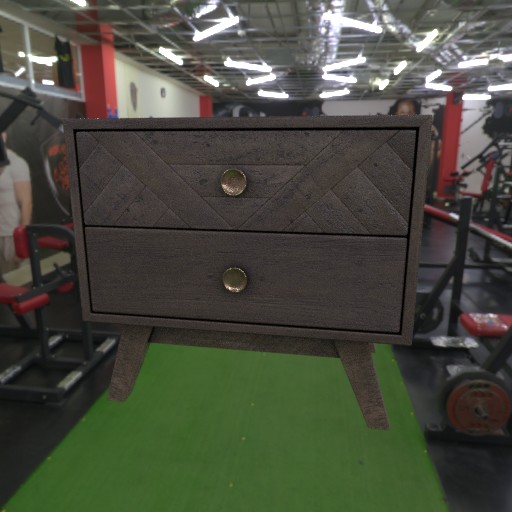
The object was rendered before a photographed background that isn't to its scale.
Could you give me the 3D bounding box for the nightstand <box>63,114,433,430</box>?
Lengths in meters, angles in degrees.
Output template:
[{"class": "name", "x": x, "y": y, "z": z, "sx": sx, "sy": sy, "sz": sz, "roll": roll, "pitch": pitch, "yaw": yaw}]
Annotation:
[{"class": "nightstand", "x": 0.000, "y": 0.000, "z": 1.039, "sx": 0.650, "sy": 0.599, "sz": 0.450, "roll": 3, "pitch": 14, "yaw": 10}]
